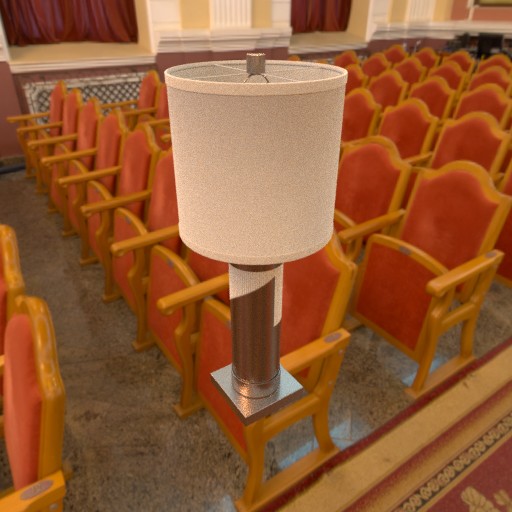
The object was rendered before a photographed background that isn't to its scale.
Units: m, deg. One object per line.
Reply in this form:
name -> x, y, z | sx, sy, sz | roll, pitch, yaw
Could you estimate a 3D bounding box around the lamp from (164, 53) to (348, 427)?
lamp -> 0.000, 0.000, 0.613 | 0.202, 0.509, 0.202 | -18, 34, -29
